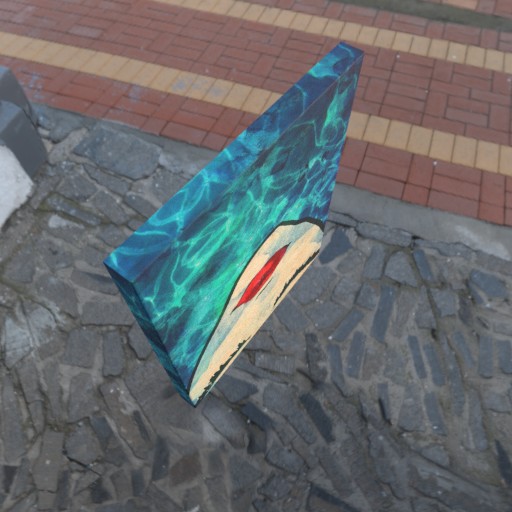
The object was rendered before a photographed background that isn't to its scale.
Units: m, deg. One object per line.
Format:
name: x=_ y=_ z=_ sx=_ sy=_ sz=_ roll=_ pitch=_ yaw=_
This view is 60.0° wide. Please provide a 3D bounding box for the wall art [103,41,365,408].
wall art: x=0.000 y=0.000 z=0.718 sx=0.038 sy=0.508 sz=0.432 roll=33 pitch=64 yaw=18
